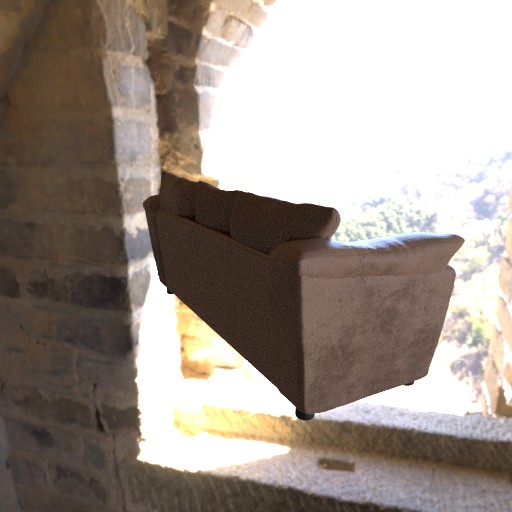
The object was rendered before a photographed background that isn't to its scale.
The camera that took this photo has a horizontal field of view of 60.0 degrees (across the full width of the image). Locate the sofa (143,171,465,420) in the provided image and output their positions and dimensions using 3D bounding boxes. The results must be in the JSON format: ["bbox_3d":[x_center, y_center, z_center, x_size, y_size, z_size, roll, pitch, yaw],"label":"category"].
[{"bbox_3d":[0.000,0.000,2.812,0.893,0.981,2.377,-7,15,-27],"label":"sofa"}]
